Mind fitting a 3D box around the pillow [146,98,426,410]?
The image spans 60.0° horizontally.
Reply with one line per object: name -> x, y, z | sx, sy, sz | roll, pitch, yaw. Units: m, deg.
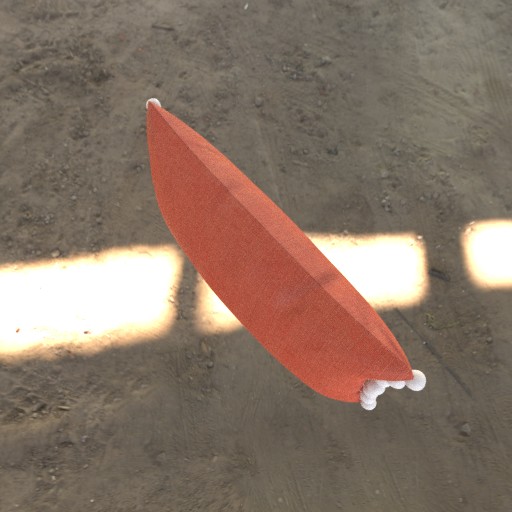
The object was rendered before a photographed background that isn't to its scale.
pillow -> 0.000, 0.000, 0.848 | 0.201, 0.322, 0.709 | -36, 69, -16
